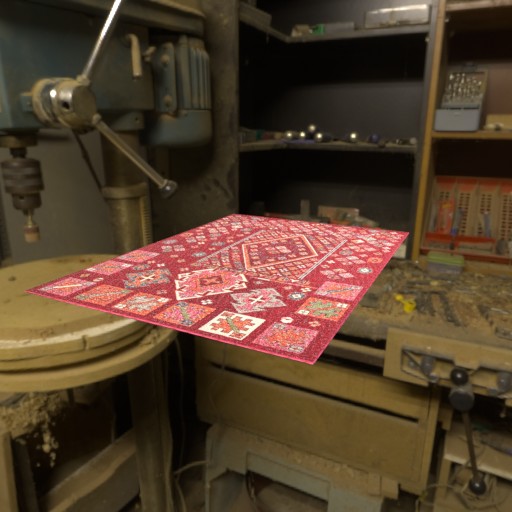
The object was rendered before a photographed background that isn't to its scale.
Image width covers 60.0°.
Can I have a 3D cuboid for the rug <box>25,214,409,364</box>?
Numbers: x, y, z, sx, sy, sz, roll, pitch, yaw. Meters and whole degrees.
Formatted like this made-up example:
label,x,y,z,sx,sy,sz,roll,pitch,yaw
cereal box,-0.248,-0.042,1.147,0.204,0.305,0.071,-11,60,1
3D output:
label,x,y,z,sx,sy,sz,roll,pitch,yaw
rug,0.000,0.000,2.878,1.579,0.007,2.184,9,19,26
